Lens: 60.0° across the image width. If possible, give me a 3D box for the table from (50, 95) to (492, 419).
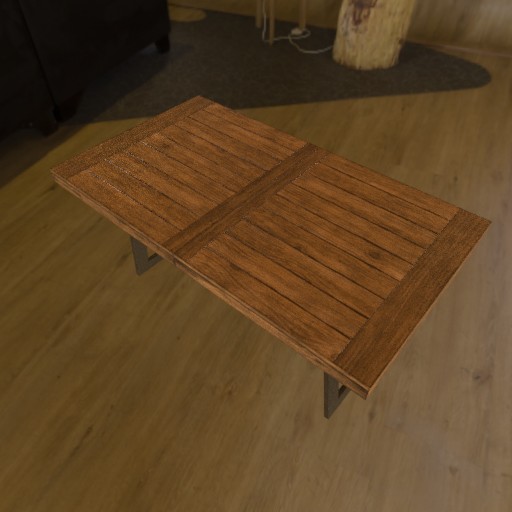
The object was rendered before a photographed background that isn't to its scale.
[{"bbox_3d":[0.000,0.000,2.135,1.641,0.757,0.931,32,54,27],"label":"table"}]
